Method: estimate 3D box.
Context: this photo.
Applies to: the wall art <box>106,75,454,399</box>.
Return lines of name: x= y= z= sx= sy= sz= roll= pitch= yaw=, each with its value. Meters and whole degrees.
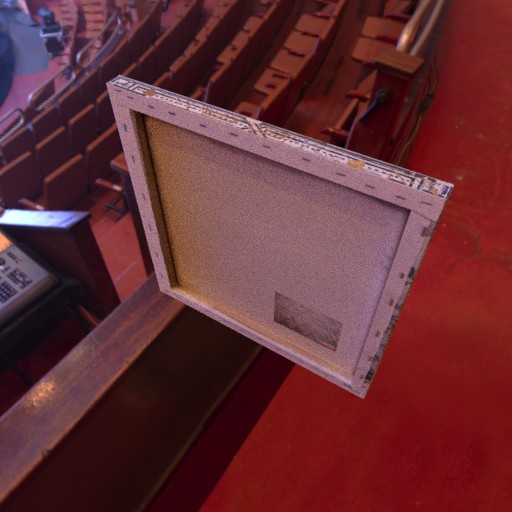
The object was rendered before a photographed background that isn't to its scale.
wall art: x=0.000 y=0.000 z=0.920 sx=0.609 sy=0.607 sz=0.036 roll=24 pitch=52 yaw=21
